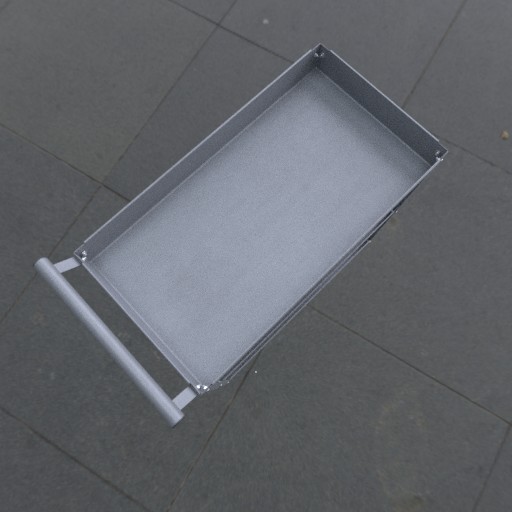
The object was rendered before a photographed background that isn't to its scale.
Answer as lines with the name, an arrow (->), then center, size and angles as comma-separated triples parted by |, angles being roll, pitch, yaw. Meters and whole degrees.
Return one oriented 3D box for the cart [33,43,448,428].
cart -> 0.000, 0.000, 1.163 | 0.719, 0.780, 0.366 | -43, 79, -10
